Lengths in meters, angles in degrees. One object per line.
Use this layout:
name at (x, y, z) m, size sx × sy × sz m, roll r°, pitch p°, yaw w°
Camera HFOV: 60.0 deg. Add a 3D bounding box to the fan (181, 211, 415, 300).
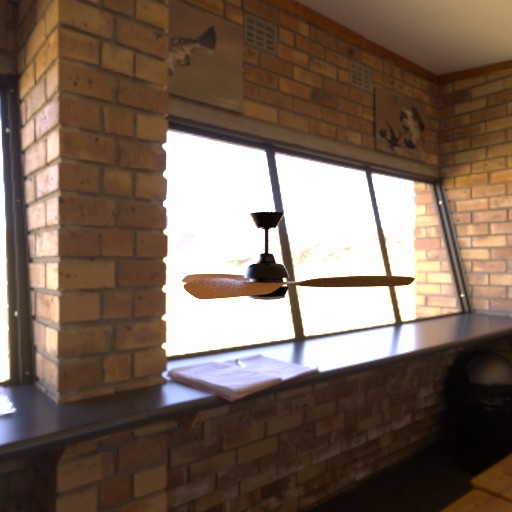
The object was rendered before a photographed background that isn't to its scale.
fan at (0.000, 0.000, 1.674) m, size 1.142 × 0.355 × 1.010 m, roll 0°, pitch -1°, yaw 19°
